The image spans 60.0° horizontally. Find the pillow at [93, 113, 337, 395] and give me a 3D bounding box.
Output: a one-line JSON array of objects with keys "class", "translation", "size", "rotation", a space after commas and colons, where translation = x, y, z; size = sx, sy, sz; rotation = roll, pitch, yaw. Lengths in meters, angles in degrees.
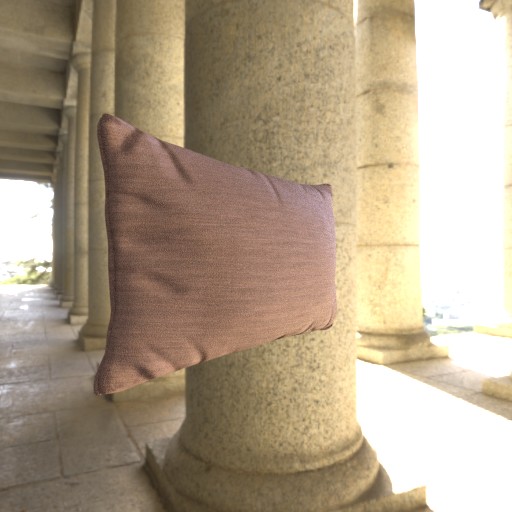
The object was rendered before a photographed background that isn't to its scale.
[{"class": "pillow", "translation": [0.000, 0.000, 0.779], "size": [0.210, 0.338, 0.633], "rotation": [0, 0, 35]}]
